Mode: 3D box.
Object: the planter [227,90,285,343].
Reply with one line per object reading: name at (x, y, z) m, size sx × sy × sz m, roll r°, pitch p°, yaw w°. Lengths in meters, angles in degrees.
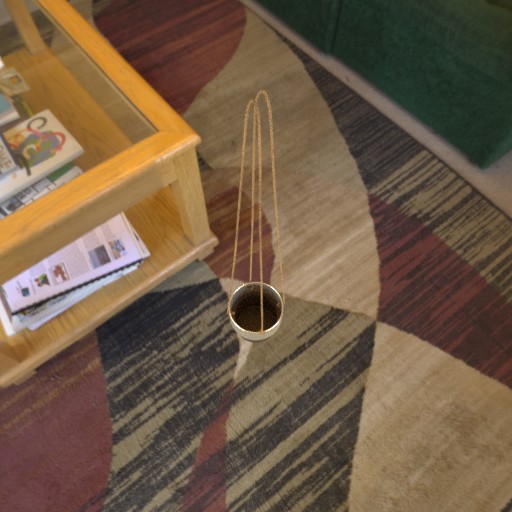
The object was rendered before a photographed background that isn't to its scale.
planter at (0.000, 0.000, 1.171) m, size 0.187 × 1.073 × 0.187 m, roll 31°, pitch 66°, yaw 15°
